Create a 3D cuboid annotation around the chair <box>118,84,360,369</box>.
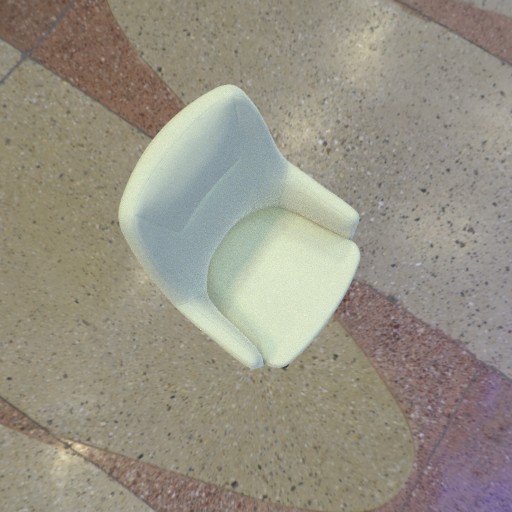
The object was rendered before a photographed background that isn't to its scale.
[{"bbox_3d":[0.000,0.000,1.465,0.640,1.049,0.620,35,79,8],"label":"chair"}]
